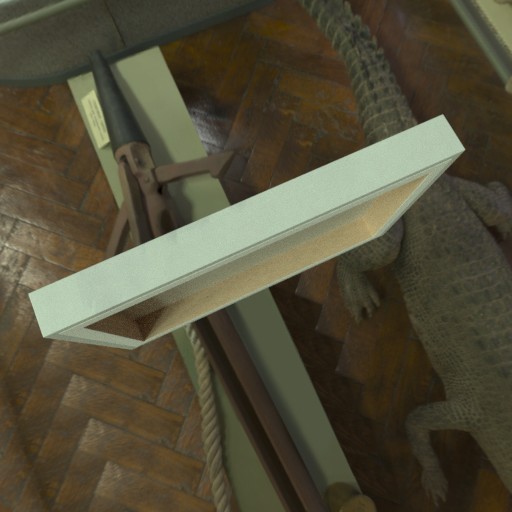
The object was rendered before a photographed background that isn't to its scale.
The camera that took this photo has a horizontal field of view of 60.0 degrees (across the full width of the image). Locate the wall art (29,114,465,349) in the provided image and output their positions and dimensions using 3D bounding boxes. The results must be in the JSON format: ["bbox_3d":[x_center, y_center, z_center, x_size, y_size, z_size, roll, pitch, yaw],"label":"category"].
[{"bbox_3d":[0.000,0.000,0.490,0.381,0.254,0.038,-24,77,-6],"label":"wall art"}]
